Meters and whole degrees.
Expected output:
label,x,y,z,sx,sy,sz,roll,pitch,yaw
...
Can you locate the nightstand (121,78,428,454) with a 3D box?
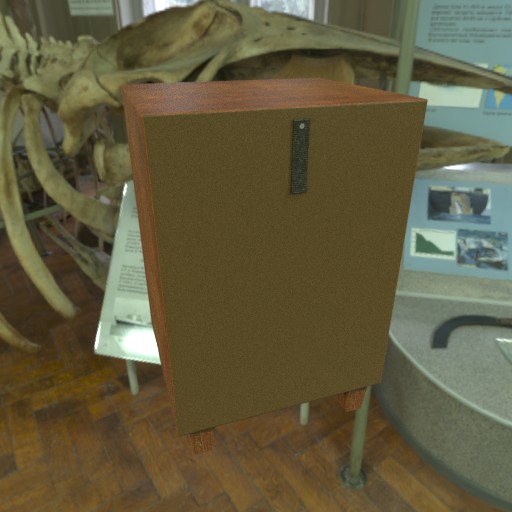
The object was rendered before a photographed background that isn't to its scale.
label,x,y,z,sx,sy,sz,roll,pitch,yaw
nightstand,0.000,0.000,0.990,0.465,0.695,0.410,-9,28,-17
